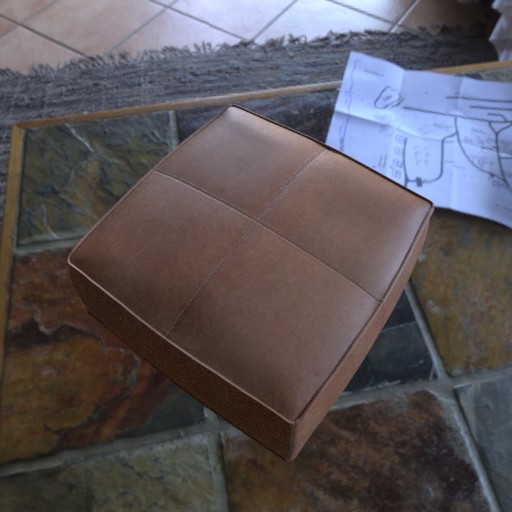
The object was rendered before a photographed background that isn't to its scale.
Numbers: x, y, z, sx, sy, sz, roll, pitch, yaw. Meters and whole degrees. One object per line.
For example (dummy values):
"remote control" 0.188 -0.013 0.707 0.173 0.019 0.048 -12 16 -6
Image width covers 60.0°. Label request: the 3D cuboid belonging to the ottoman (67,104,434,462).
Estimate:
"ottoman" 0.000 0.000 1.439 0.901 0.395 0.902 31 64 17
